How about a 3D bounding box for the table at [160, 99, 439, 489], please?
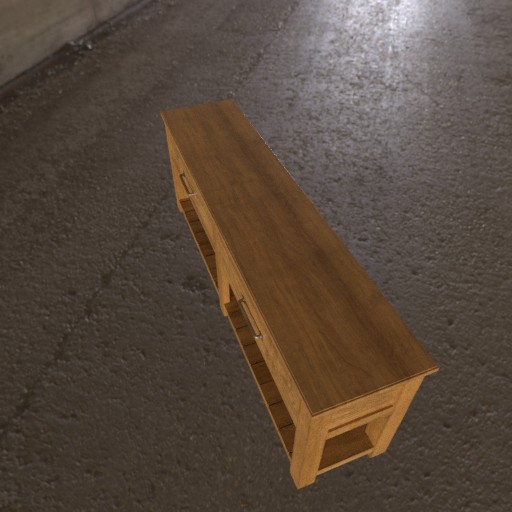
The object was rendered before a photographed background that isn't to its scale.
[{"bbox_3d":[0.000,0.000,2.041,0.425,0.635,1.815,-15,47,-15],"label":"table"}]
